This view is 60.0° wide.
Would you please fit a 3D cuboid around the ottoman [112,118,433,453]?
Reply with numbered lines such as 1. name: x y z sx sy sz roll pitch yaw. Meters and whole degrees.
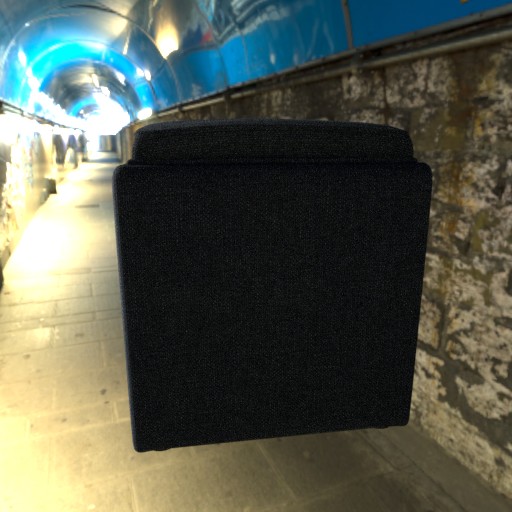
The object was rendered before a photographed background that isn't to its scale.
1. ottoman: 0.000 0.000 0.836 0.436 0.493 0.454 -2 15 -8
